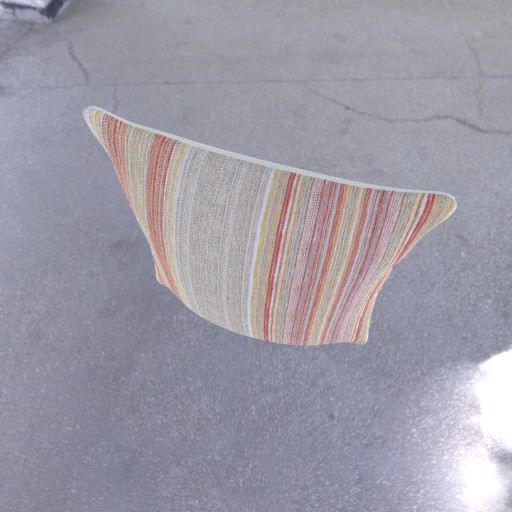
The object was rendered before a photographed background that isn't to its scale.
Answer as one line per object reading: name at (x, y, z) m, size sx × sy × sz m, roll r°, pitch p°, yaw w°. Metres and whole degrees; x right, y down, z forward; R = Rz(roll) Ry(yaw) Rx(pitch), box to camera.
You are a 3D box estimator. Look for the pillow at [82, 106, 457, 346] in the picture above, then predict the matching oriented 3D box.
pillow at (0.000, 0.000, 0.691) m, size 0.451 × 0.449 × 0.191 m, roll 16°, pitch 60°, yaw 10°
